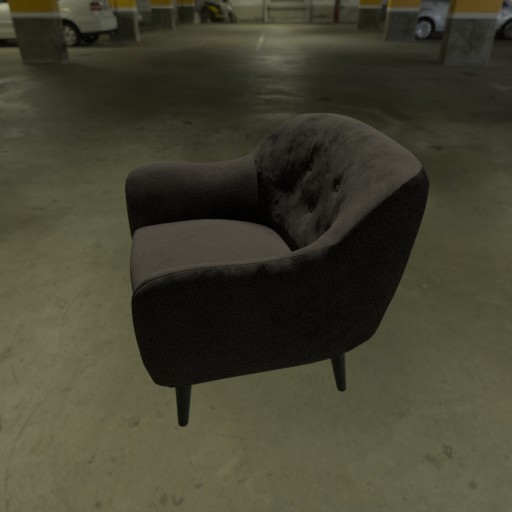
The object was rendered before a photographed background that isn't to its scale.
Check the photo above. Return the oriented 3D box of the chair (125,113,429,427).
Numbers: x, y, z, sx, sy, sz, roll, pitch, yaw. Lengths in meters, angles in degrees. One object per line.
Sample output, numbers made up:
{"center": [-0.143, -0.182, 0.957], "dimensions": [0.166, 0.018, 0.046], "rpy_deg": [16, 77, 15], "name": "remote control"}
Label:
{"center": [0.000, 0.000, 1.485], "dimensions": [0.819, 0.807, 0.840], "rpy_deg": [-8, 31, -13], "name": "chair"}
